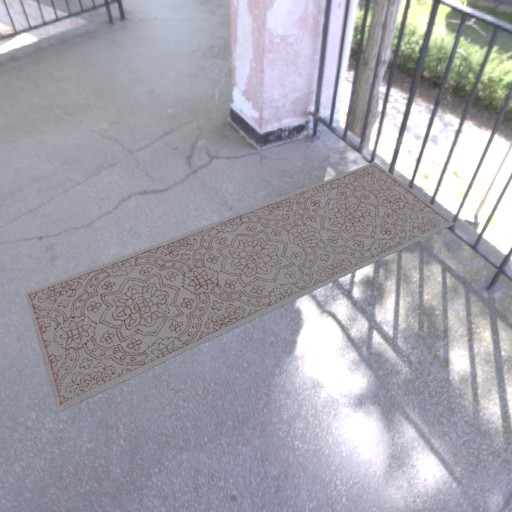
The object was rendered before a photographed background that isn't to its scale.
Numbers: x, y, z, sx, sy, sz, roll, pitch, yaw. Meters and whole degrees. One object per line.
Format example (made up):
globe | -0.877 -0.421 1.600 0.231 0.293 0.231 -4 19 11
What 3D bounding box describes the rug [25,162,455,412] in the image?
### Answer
rug | 0.000 0.000 2.583 2.448 0.012 0.769 -23 51 -20
